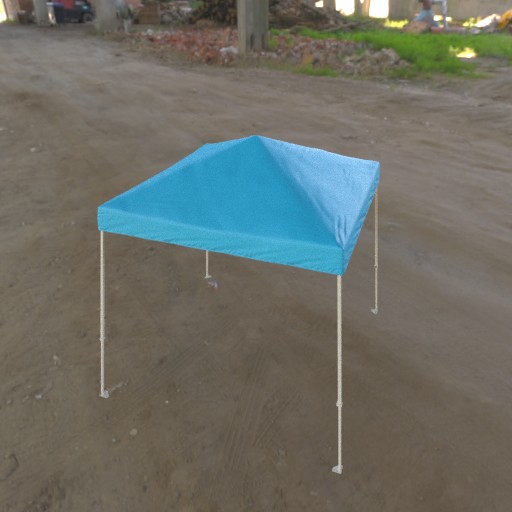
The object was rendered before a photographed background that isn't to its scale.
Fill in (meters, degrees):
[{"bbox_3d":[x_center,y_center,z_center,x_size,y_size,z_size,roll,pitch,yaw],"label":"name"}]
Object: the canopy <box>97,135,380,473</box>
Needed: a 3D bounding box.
[{"bbox_3d":[0.000,0.000,6.633,3.599,3.600,3.600,10,31,18],"label":"canopy"}]
